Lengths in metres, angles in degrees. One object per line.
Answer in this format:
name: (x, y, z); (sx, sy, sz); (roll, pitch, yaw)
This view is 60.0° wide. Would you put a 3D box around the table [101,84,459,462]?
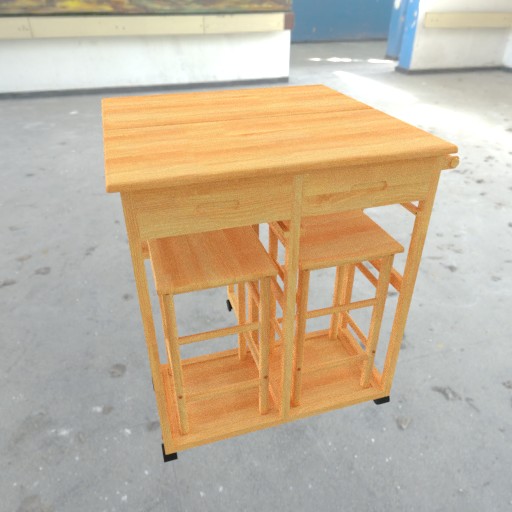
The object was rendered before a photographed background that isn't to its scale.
table: (0.000, 0.000, 1.349); (0.752, 0.832, 0.693); (-9, 33, -14)
